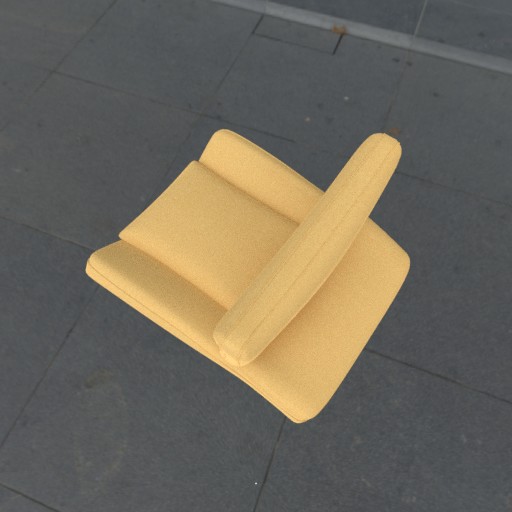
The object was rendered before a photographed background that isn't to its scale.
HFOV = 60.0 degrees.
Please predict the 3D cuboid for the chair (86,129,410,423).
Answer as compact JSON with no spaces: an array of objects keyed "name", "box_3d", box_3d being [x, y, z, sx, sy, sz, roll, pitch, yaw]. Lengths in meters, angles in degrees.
[{"name":"chair","box_3d":[0.000,0.000,1.663,1.008,0.855,0.859,33,68,16]}]
